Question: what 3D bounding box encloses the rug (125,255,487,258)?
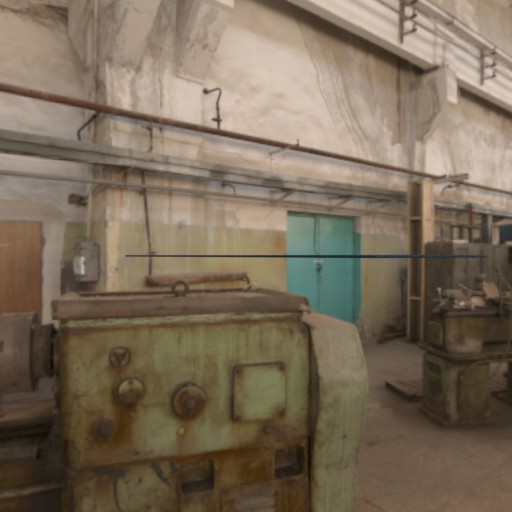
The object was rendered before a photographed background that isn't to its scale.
[{"bbox_3d":[0.000,0.000,2.721,0.769,0.012,2.448,0,0,-36],"label":"rug"}]
